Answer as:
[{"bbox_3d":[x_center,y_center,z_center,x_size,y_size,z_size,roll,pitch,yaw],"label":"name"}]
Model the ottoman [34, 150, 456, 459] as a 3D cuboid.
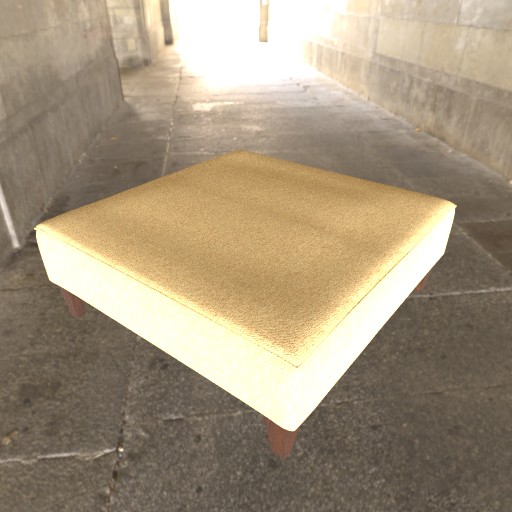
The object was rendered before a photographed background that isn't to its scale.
[{"bbox_3d":[0.000,0.000,1.489,0.970,0.378,0.981,22,37,32],"label":"ottoman"}]
